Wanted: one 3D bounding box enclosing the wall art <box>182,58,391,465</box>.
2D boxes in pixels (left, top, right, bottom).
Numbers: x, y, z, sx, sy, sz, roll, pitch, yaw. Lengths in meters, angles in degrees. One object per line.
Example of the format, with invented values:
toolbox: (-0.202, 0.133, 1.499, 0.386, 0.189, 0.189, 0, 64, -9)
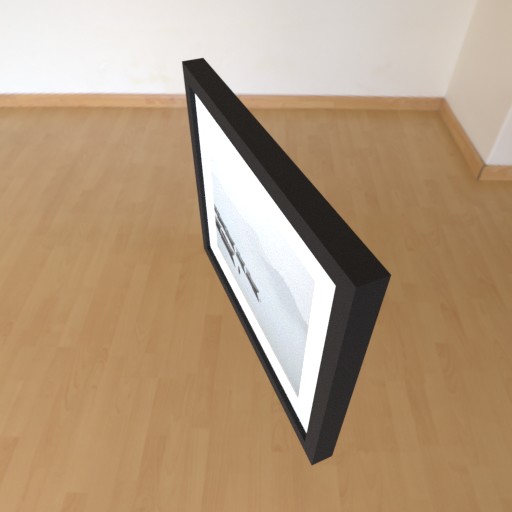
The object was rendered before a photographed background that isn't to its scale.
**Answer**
wall art: (0.000, 0.000, 0.539, 0.028, 0.325, 0.397, -17, 48, -16)
